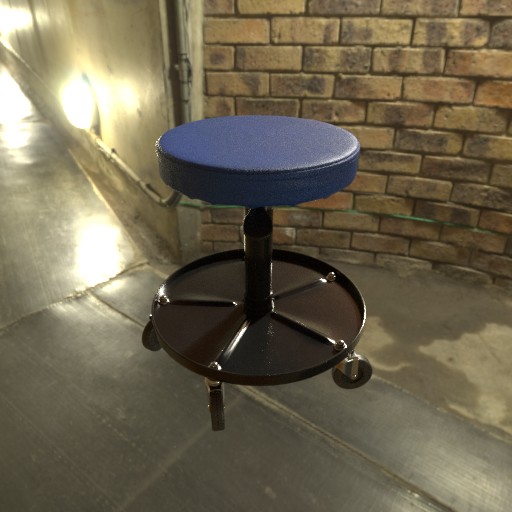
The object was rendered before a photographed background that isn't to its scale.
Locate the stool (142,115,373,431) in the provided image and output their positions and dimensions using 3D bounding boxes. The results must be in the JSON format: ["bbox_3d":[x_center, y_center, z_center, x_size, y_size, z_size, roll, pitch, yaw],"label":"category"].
[{"bbox_3d":[0.000,0.000,0.682,0.381,0.365,0.382,0,30,0],"label":"stool"}]
